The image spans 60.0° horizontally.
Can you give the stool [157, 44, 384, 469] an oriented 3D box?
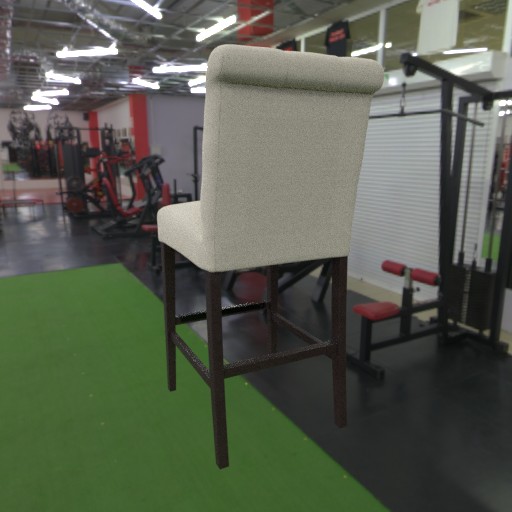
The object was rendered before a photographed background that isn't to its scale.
[{"bbox_3d":[0.000,0.000,1.421,0.482,1.118,0.610,-7,15,-26],"label":"stool"}]
